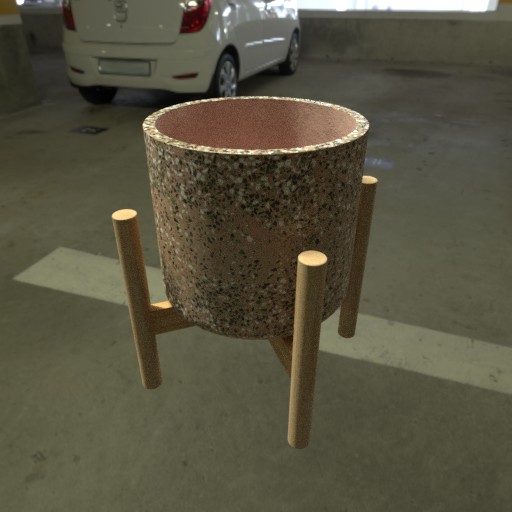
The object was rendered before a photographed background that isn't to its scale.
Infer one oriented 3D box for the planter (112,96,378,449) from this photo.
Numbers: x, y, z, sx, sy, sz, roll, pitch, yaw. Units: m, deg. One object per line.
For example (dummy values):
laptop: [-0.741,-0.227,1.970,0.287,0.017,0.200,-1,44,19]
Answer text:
planter: [0.000,0.000,0.527,0.284,0.320,0.284,1,31,2]
